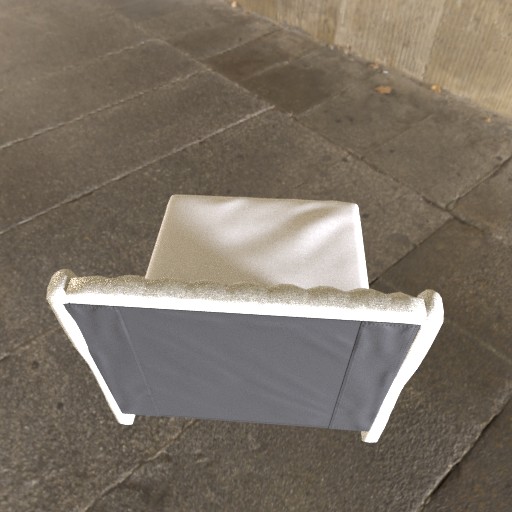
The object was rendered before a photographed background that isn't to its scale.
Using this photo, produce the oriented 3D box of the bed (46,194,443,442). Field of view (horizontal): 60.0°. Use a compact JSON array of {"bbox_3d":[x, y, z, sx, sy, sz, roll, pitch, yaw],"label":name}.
[{"bbox_3d":[0.000,0.000,3.771,2.219,1.771,2.347,3,48,3],"label":"bed"}]
